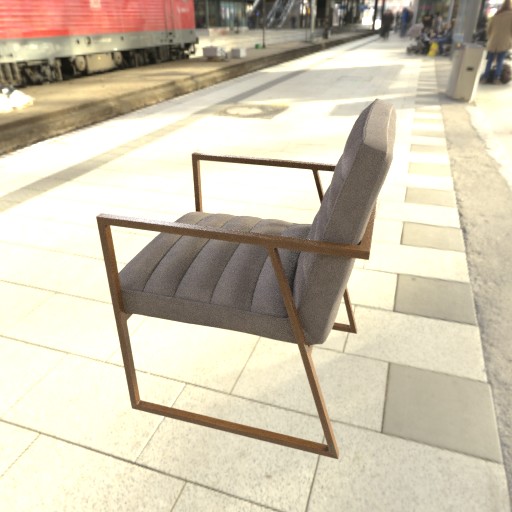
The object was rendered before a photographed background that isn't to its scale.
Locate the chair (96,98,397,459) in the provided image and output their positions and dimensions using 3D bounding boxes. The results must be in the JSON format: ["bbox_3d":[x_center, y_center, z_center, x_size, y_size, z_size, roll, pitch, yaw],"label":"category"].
[{"bbox_3d":[0.000,0.000,1.304,0.682,0.843,0.578,8,30,15],"label":"chair"}]
